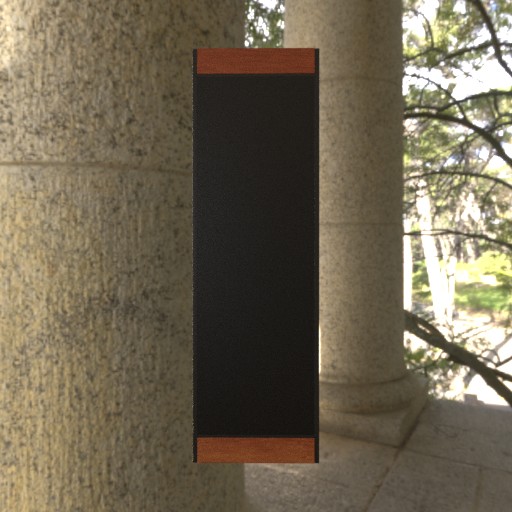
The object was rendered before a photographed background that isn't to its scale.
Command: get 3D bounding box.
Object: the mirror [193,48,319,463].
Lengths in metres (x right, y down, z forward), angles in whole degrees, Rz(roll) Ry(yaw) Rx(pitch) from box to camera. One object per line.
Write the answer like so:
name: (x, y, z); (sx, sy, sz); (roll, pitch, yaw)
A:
mirror: (0.000, 0.000, 1.222); (0.343, 1.123, 0.047); (0, 0, 1)
